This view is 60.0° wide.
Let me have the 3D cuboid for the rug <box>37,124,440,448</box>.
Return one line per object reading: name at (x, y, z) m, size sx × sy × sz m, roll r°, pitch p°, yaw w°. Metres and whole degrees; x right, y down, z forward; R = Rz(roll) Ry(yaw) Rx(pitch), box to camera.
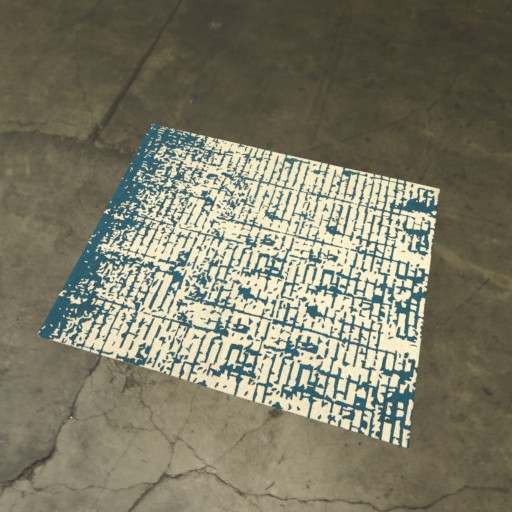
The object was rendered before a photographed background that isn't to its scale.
rug at (0.000, 0.000, 3.959) m, size 3.017 × 0.014 × 2.416 m, roll 14°, pitch 63°, yaw 8°
